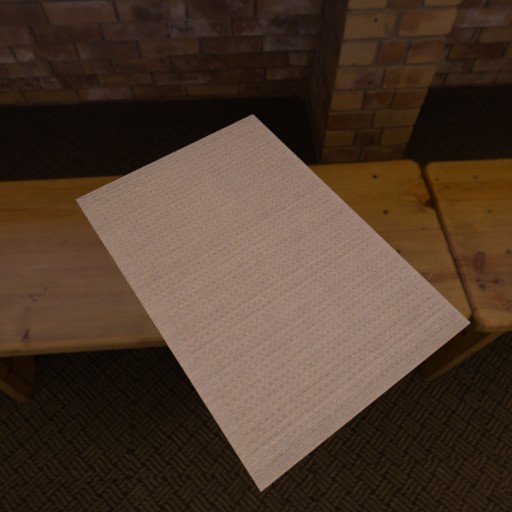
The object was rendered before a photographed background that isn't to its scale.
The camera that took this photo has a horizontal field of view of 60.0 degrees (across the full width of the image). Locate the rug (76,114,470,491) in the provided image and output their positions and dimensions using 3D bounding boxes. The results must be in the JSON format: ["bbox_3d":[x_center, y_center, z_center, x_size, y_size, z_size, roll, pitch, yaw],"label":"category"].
[{"bbox_3d":[0.000,0.000,3.723,1.981,0.006,2.895,-31,63,-18],"label":"rug"}]
